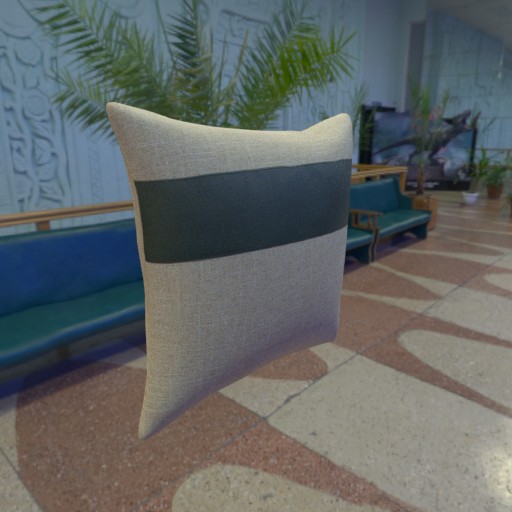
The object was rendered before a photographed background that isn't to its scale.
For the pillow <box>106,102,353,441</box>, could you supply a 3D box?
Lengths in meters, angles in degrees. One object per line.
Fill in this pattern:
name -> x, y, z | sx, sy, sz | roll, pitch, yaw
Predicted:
pillow -> 0.000, 0.000, 0.632 | 0.414, 0.399, 0.173 | -15, 21, -42
